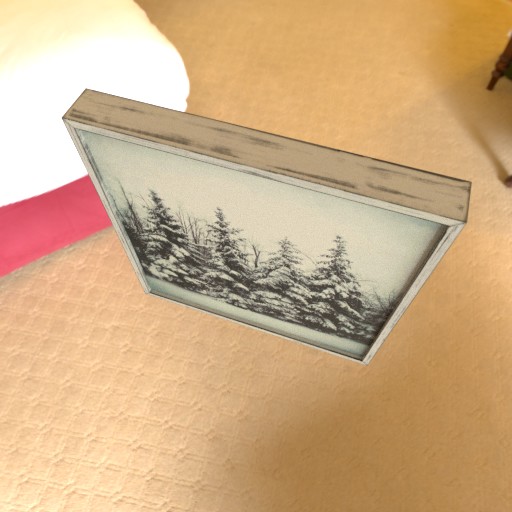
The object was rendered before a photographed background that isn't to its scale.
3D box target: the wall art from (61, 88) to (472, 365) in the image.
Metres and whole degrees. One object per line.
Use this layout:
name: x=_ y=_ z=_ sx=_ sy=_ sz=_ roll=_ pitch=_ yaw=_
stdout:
wall art: x=0.000 y=0.000 z=0.453 sx=0.303 sy=0.303 sz=0.036 roll=16 pitch=60 yaw=10
